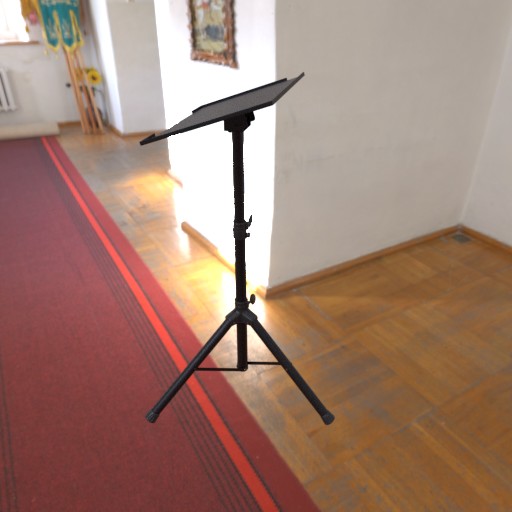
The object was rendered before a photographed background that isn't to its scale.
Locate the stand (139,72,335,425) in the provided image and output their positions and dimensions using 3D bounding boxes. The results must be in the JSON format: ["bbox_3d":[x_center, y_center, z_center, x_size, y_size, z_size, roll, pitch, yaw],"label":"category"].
[{"bbox_3d":[0.000,0.000,1.598,0.702,1.198,0.702,8,32,13],"label":"stand"}]
